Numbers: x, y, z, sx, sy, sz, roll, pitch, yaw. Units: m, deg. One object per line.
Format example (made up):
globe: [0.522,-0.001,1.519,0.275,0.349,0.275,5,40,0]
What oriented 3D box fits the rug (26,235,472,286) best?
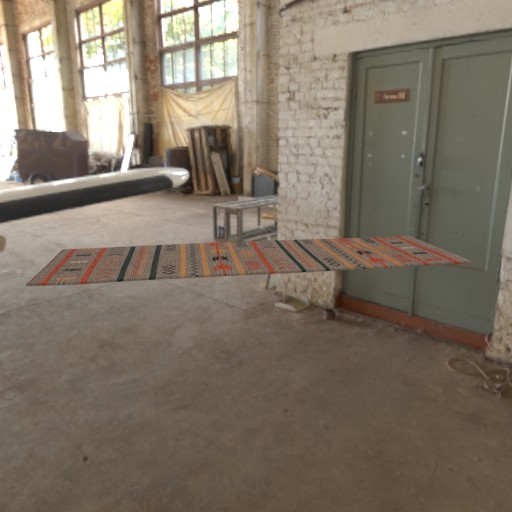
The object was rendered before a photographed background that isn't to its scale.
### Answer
rug: [0.000,0.000,2.713,2.419,0.022,0.744,-3,15,-10]
